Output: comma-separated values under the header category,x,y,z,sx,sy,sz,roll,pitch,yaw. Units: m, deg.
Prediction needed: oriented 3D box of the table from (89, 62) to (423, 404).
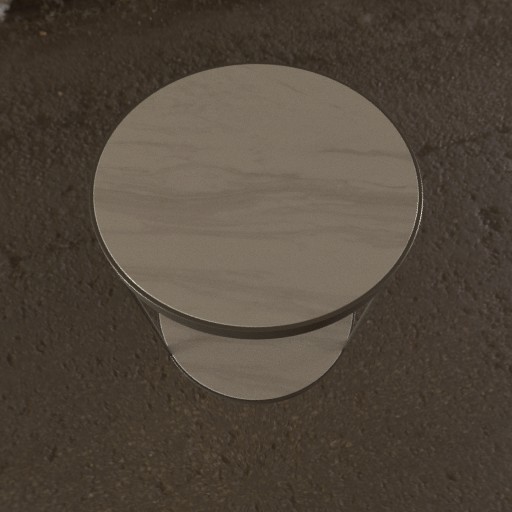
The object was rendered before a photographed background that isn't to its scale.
category,x,y,z,sx,sy,sz,roll,pitch,yaw
table,0.000,0.000,0.810,0.445,0.479,0.445,0,62,0
